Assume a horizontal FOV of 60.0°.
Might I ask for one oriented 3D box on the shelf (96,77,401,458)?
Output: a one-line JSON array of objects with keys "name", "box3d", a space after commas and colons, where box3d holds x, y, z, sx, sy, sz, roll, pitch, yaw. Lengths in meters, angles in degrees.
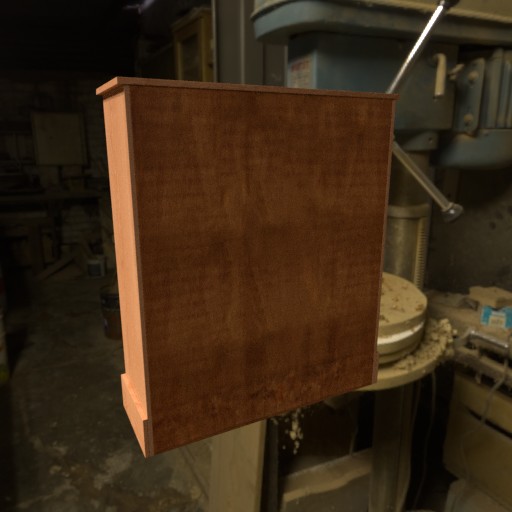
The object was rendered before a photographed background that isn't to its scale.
[{"name": "shelf", "box3d": [0.000, 0.000, 1.406, 0.840, 0.980, 0.291, -8, 17, -27]}]
